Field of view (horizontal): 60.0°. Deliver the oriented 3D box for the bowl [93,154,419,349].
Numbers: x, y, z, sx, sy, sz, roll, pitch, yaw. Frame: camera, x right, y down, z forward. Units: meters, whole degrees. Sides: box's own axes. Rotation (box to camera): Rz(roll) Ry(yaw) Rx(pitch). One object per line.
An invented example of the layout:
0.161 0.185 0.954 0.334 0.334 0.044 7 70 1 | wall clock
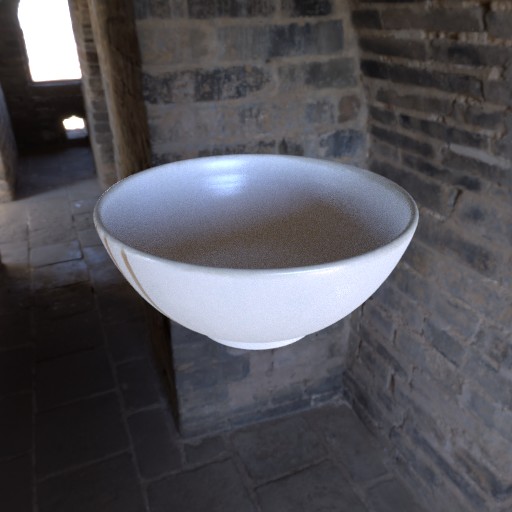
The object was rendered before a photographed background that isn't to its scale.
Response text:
0.000 0.000 0.411 0.268 0.121 0.268 0 28 0 | bowl
